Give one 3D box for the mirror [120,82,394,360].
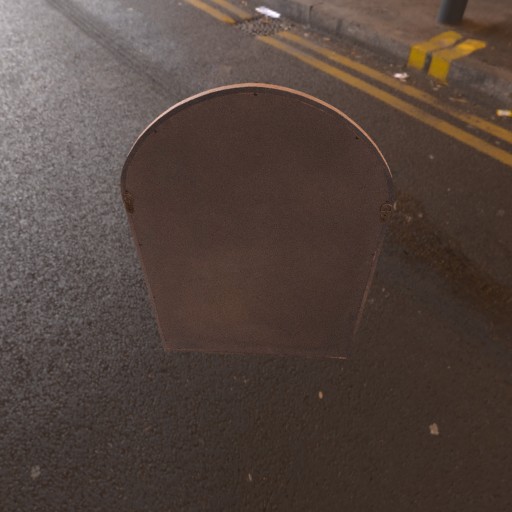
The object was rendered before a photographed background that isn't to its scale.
[{"bbox_3d":[0.000,0.000,1.141,0.609,0.915,0.032,3,46,2],"label":"mirror"}]
